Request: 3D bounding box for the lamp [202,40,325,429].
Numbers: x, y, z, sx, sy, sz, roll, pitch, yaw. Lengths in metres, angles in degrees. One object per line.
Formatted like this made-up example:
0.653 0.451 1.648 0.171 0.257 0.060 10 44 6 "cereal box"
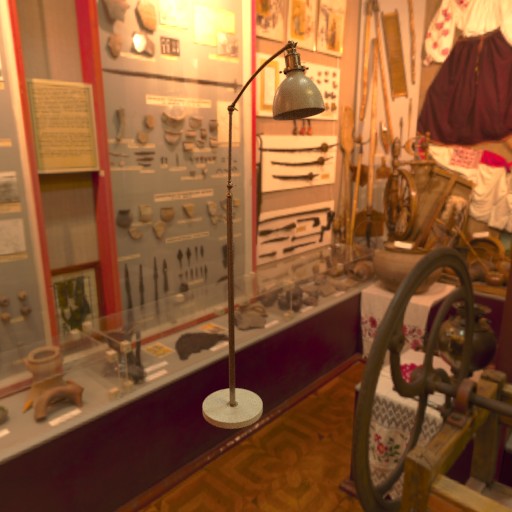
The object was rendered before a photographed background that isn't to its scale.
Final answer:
0.000 0.000 1.828 0.599 1.586 0.288 14 20 42 "lamp"
